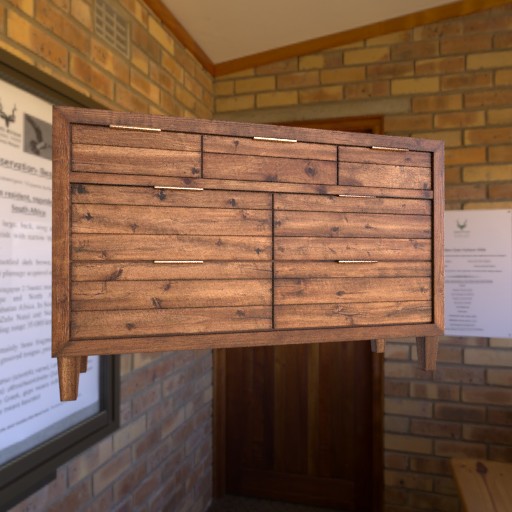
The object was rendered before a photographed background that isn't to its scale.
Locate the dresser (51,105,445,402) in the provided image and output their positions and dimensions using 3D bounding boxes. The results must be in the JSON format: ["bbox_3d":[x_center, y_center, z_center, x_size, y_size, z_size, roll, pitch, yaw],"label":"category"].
[{"bbox_3d":[0.000,0.000,1.714,1.387,0.892,0.438,0,0,-16],"label":"dresser"}]
